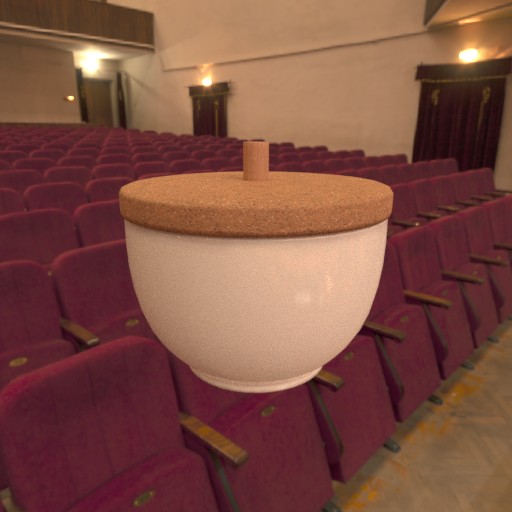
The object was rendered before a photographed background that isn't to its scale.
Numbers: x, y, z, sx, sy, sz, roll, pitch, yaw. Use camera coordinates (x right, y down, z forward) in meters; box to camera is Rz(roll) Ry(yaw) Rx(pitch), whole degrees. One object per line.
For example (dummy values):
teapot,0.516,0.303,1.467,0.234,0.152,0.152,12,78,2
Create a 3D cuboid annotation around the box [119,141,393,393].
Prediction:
box,0.000,0.000,0.188,0.107,0.094,0.107,0,16,0
